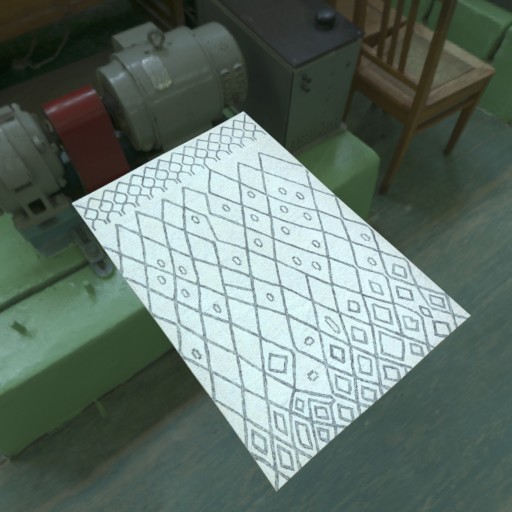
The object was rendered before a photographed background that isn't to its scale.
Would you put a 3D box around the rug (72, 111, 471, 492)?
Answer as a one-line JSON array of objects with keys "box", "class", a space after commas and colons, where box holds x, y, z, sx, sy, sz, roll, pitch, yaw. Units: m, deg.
[{"box": [0.000, 0.000, 2.325, 1.222, 0.015, 1.828, -34, 65, -18], "class": "rug"}]
